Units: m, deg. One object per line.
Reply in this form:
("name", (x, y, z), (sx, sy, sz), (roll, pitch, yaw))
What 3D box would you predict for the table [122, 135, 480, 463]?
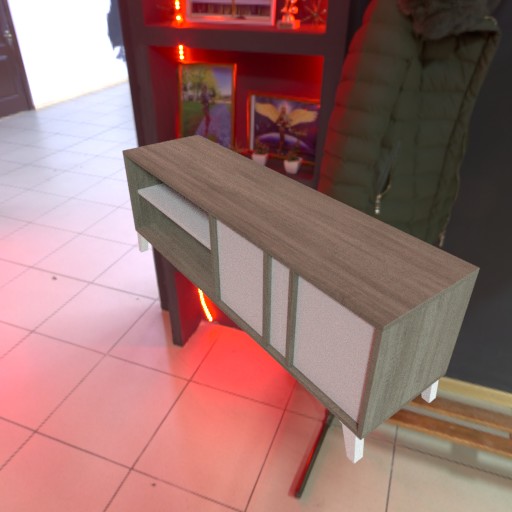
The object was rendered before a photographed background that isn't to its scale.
("table", (0.000, 0.000, 1.754), (0.400, 0.530, 1.500), (-22, 38, -30))
